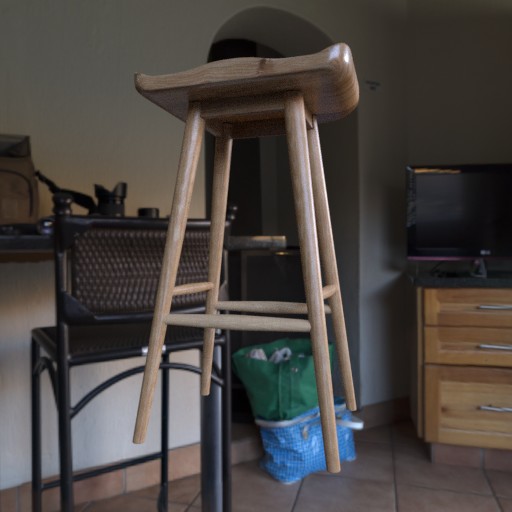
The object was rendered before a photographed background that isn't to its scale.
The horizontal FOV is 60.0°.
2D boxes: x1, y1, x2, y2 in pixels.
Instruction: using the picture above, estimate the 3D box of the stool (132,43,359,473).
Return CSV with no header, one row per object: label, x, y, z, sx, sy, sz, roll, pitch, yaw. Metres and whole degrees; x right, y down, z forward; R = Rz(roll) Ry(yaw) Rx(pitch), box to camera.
stool,0.000,0.000,0.918,0.407,0.698,0.322,0,0,18
